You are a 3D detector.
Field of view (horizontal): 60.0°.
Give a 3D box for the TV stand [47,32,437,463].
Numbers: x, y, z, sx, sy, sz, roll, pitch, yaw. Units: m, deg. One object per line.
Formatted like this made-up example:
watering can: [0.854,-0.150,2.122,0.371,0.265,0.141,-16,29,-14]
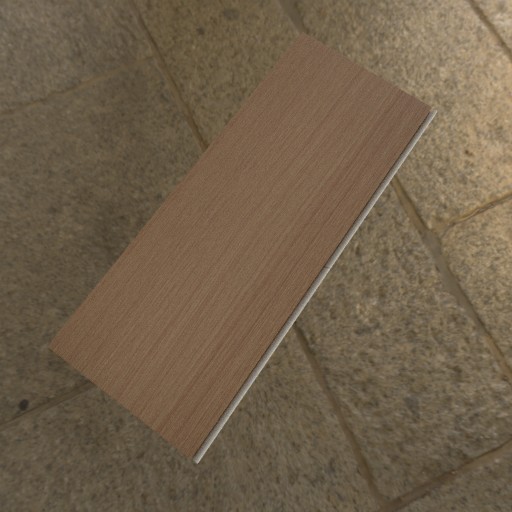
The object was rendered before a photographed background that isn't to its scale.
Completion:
TV stand: [0.000,0.000,1.349,0.407,0.660,0.991,34,78,8]
